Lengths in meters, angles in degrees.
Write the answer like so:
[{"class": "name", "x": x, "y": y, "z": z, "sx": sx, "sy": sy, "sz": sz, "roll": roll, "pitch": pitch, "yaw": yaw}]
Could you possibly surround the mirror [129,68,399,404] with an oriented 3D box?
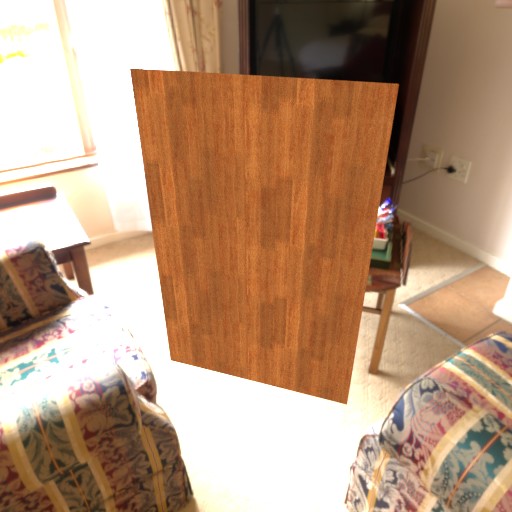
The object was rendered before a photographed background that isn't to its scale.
[{"class": "mirror", "x": 0.000, "y": 0.000, "z": 1.308, "sx": 0.651, "sy": 1.010, "sz": 0.047, "roll": 10, "pitch": 33, "yaw": 15}]
